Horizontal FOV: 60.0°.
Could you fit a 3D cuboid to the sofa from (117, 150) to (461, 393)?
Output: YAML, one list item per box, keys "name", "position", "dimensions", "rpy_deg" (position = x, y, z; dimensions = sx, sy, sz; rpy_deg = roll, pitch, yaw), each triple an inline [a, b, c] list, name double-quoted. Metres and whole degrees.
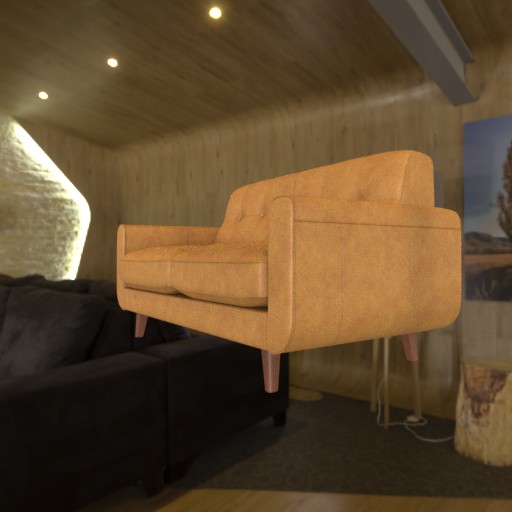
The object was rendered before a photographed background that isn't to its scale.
- name: "sofa"
  position: [0.000, 0.000, 2.247]
  dimensions: [0.952, 0.925, 1.651]
  rpy_deg: [0, 0, -35]
